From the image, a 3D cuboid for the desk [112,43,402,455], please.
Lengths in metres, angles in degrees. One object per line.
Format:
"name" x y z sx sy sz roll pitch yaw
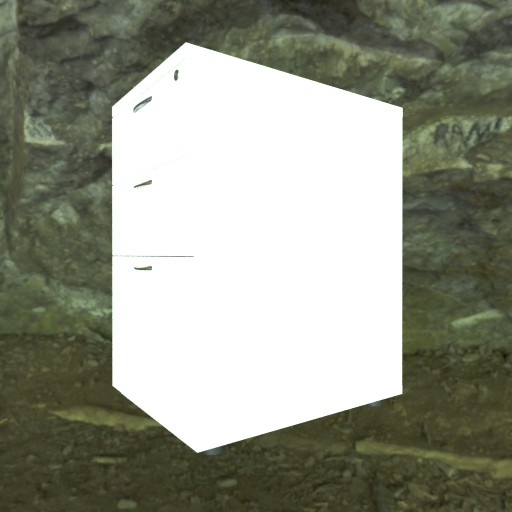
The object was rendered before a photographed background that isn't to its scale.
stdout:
"desk" 0.000 0.000 1.087 0.600 0.730 0.404 0 0 -35
